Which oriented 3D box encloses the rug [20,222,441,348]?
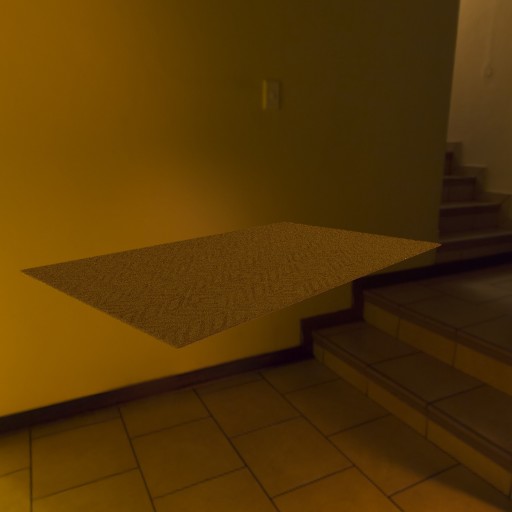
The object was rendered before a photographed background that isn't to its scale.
[{"bbox_3d":[0.000,0.000,2.949,1.523,0.008,2.438,12,18,42],"label":"rug"}]
